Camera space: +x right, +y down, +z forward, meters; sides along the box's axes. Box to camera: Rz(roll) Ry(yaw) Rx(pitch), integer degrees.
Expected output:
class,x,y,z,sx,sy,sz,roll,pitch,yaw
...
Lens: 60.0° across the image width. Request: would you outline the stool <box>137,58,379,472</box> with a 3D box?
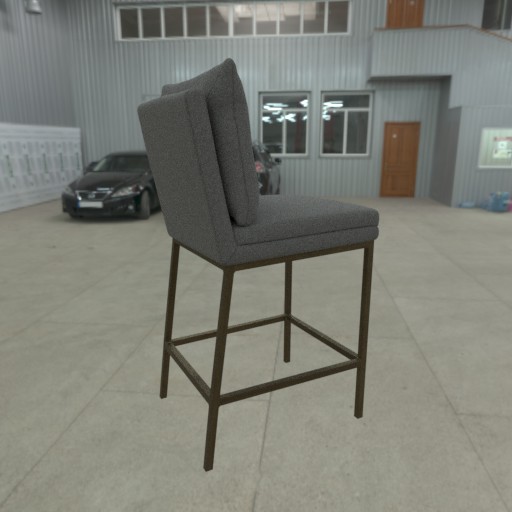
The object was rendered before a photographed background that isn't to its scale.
class,x,y,z,sx,sy,sz,roll,pitch,yaw
stool,0.000,0.000,1.357,0.569,1.030,0.463,-8,16,-28
